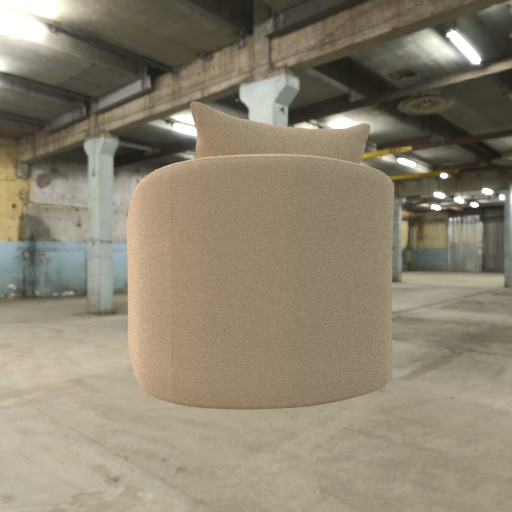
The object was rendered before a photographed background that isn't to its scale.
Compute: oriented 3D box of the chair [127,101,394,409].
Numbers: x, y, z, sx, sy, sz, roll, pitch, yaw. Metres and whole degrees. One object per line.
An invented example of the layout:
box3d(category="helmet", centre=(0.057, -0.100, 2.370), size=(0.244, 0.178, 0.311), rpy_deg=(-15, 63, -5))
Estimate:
box3d(category="chair", centre=(0.000, 0.000, 1.558), size=(0.845, 0.848, 0.910), rpy_deg=(0, 0, -19))
